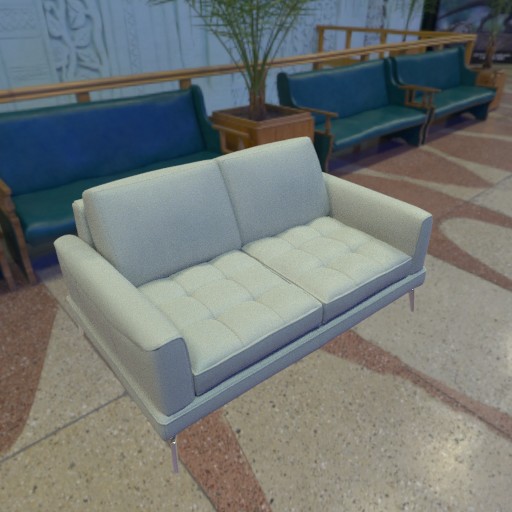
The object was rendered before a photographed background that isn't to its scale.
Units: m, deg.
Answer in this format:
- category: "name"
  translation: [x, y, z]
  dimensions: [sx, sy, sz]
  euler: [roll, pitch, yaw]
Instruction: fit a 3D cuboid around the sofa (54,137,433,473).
- category: "sofa"
  translation: [0.000, 0.000, 2.437]
  dimensions: [1.819, 0.930, 1.121]
  euler: [-22, 37, -33]
